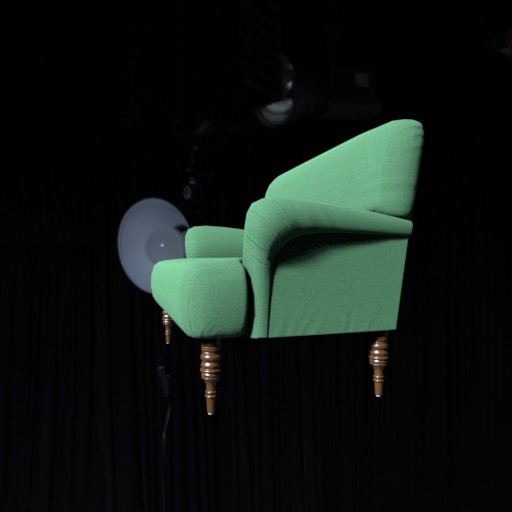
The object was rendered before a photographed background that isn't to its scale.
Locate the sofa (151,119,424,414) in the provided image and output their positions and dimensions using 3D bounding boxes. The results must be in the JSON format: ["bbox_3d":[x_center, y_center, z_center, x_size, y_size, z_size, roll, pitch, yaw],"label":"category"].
[{"bbox_3d":[0.000,0.000,1.848,0.779,0.889,1.297,0,0,-17],"label":"sofa"}]
